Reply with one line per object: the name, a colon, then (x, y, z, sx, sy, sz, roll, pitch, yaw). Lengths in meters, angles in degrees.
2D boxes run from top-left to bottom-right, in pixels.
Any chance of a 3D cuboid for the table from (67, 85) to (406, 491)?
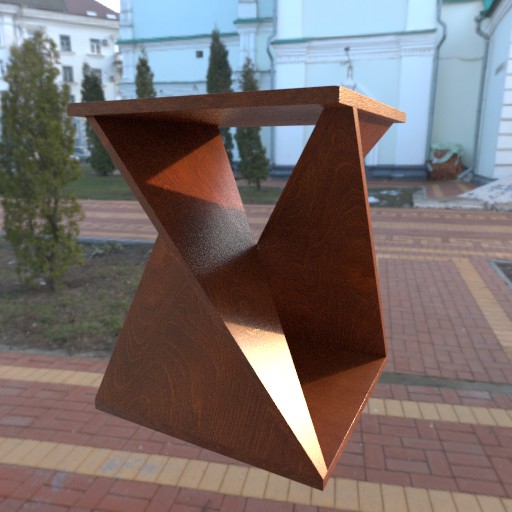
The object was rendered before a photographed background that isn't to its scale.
table: (0.000, 0.000, 0.822, 0.427, 0.520, 0.427, 7, 15, 27)
